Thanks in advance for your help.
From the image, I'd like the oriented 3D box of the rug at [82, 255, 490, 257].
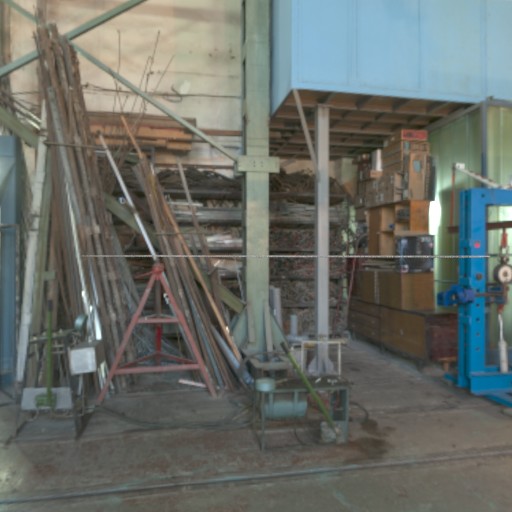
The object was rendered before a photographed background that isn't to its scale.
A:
[{"bbox_3d":[0.000,0.000,2.678,2.443,0.009,0.706,0,0,34],"label":"rug"}]
